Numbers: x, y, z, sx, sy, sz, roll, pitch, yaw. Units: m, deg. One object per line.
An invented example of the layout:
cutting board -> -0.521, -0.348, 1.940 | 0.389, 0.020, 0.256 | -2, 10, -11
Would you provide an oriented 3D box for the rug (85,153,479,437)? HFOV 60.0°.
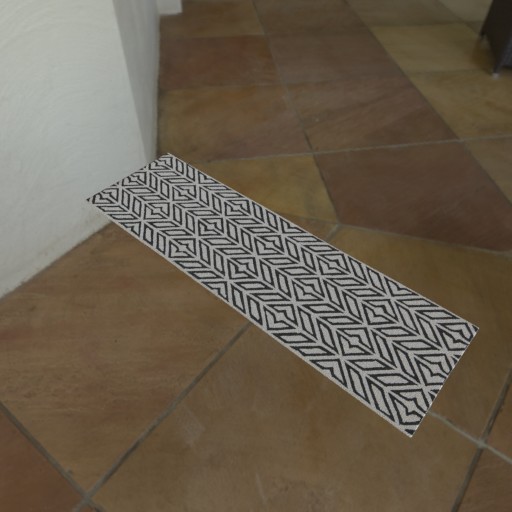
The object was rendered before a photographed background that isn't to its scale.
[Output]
rug -> 0.000, 0.000, 2.664 | 2.435, 0.009, 0.750 | 32, 55, 26
